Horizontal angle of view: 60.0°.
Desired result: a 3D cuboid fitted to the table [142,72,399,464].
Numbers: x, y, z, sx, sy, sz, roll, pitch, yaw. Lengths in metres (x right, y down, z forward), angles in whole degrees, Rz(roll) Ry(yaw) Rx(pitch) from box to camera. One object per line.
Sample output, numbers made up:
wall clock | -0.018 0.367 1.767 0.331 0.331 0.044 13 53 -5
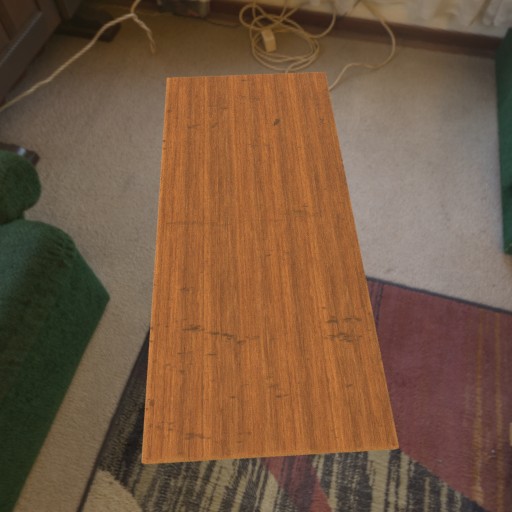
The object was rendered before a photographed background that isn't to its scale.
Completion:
table | 0.000 0.000 2.581 1.000 0.757 2.200 -3 61 -2
